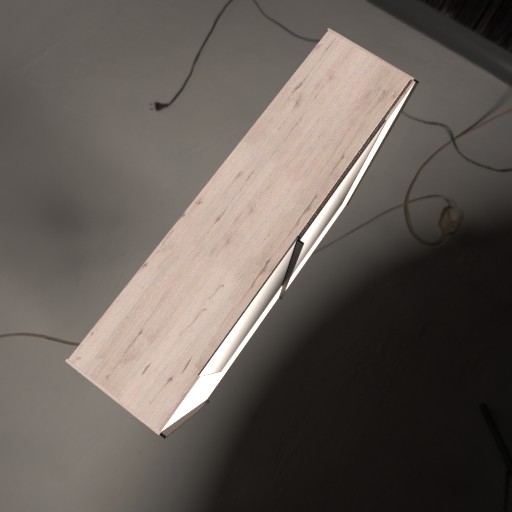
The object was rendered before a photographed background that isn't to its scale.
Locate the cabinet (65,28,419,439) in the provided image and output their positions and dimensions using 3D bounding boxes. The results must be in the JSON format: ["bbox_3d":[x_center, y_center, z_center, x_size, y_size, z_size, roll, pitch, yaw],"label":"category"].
[{"bbox_3d":[0.000,0.000,3.557,0.660,2.180,2.500,35,79,8],"label":"cabinet"}]
